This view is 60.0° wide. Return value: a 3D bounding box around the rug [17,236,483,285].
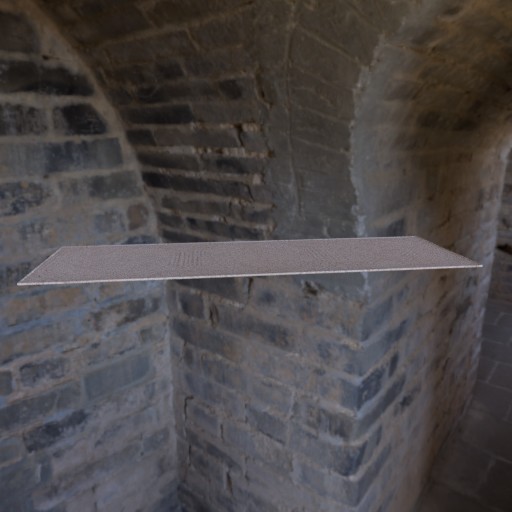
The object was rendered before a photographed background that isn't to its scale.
[{"bbox_3d":[0.000,0.000,2.680,2.452,0.012,0.775,-2,15,-7],"label":"rug"}]
